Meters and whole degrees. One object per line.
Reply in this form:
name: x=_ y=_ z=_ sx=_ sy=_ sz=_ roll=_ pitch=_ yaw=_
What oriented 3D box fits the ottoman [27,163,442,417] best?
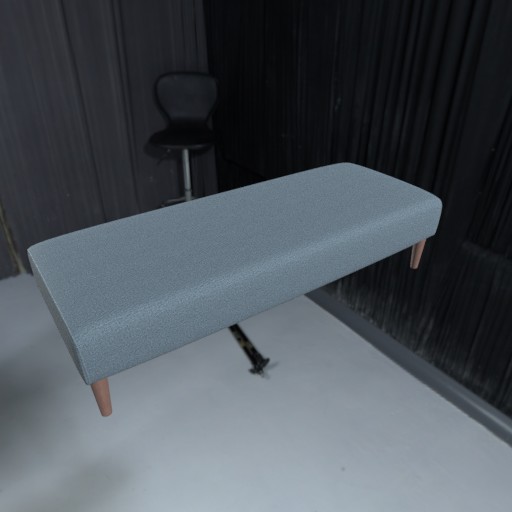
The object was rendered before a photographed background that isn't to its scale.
ottoman: x=0.000 y=0.000 z=1.856 sx=1.609 sy=0.393 sz=0.646 roll=-20 pitch=36 yaw=-29
